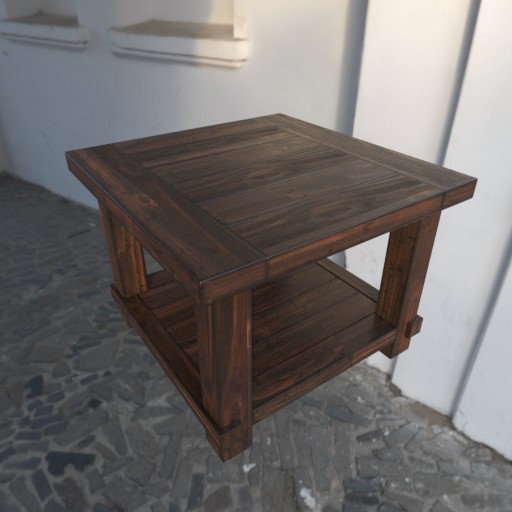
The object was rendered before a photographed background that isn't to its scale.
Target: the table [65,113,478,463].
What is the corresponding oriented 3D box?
[{"bbox_3d":[0.000,0.000,1.010,0.593,0.437,0.606,-20,37,-29],"label":"table"}]
